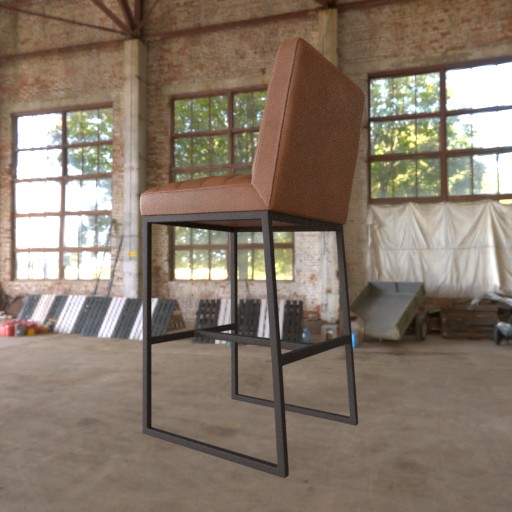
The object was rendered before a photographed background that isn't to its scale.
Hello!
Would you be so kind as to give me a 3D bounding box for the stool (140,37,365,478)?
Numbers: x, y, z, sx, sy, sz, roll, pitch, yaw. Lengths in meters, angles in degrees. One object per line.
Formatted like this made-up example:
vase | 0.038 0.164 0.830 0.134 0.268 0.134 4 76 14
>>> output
stool | 0.000 0.000 1.345 0.556 1.040 0.458 -1 -2 35
